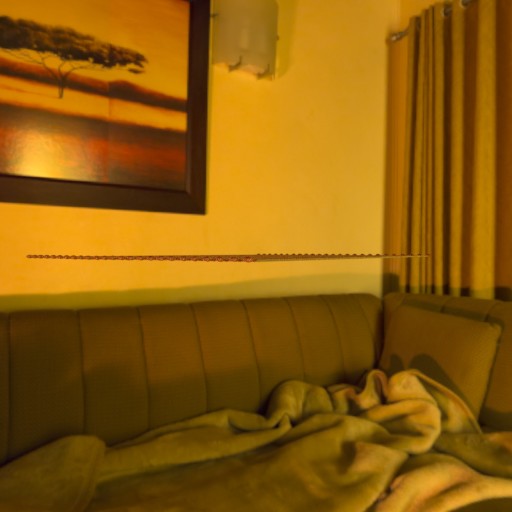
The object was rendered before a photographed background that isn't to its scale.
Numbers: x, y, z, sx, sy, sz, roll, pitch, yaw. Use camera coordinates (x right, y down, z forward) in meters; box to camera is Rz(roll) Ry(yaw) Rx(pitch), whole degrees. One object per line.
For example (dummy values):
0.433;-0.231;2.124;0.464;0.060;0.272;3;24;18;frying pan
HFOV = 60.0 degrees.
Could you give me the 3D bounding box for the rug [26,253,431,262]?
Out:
0.000;0.000;4.429;2.451;0.035;3.369;0;1;37;rug
